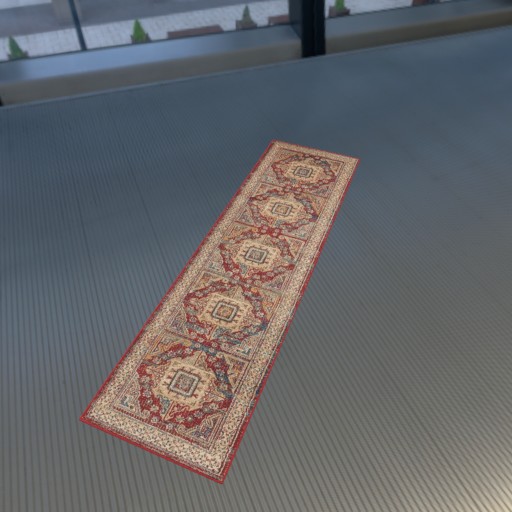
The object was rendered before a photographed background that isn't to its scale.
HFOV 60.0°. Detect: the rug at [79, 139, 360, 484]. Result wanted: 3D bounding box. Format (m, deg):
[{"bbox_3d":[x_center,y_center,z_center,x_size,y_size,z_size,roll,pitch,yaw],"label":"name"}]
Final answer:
[{"bbox_3d":[0.000,0.000,2.485,0.659,0.015,2.292,16,49,15],"label":"rug"}]
